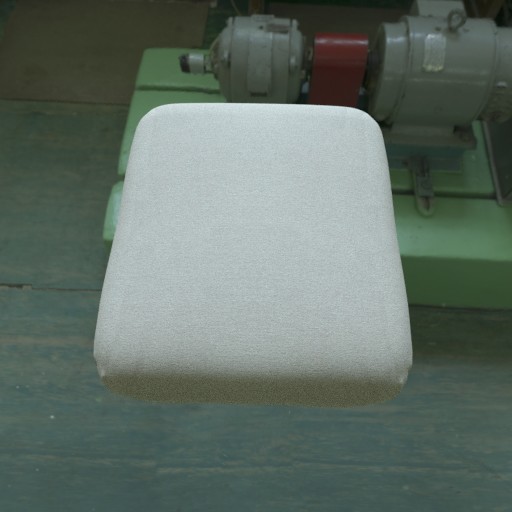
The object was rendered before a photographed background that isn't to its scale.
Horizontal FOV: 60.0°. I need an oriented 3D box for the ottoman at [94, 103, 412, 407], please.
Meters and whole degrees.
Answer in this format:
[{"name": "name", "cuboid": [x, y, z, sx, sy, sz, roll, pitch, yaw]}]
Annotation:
[{"name": "ottoman", "cuboid": [0.000, 0.000, 1.131, 0.639, 0.450, 0.746, 1, 63, 1]}]
